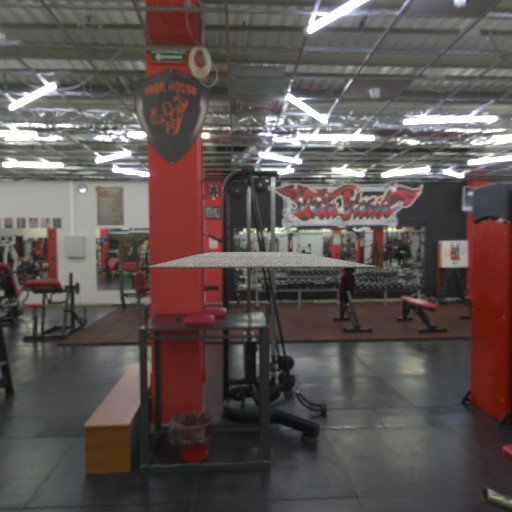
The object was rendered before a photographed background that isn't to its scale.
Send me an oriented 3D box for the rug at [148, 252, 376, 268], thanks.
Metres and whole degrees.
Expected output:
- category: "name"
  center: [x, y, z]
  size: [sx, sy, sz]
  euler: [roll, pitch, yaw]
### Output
- category: "rug"
  center: [0.000, 0.000, 2.506]
  size: [0.697, 0.013, 2.335]
  euler: [0, 2, -1]
